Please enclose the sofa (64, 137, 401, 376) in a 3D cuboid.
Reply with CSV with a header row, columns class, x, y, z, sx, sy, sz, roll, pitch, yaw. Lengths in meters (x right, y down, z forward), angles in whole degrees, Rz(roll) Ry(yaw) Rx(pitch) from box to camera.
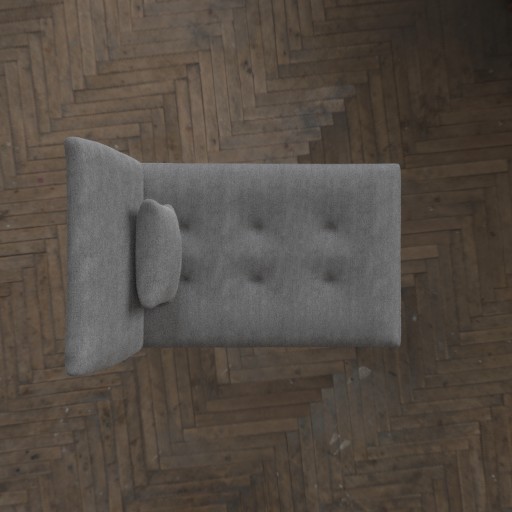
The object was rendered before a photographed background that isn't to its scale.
class,x,y,z,sx,sy,sz,roll,pitch,yaw
sofa,0.000,0.000,2.035,1.450,0.820,0.930,0,90,0
